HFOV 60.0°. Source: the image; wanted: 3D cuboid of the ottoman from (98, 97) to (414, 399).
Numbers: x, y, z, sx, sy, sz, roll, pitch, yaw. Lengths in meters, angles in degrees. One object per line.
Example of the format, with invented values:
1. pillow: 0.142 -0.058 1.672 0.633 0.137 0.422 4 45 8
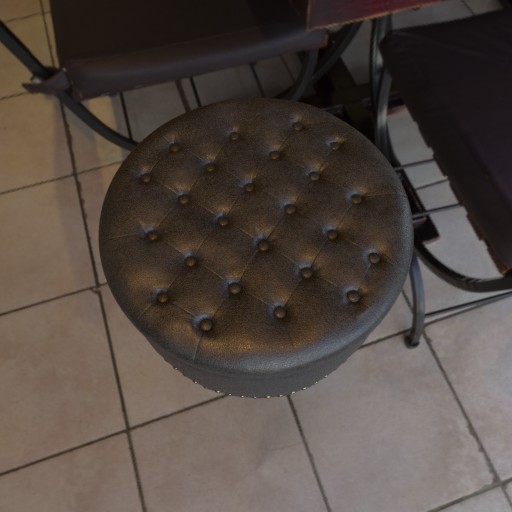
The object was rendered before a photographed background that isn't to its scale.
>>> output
1. ottoman: 0.000 0.000 1.069 0.637 0.442 0.637 0 64 0
